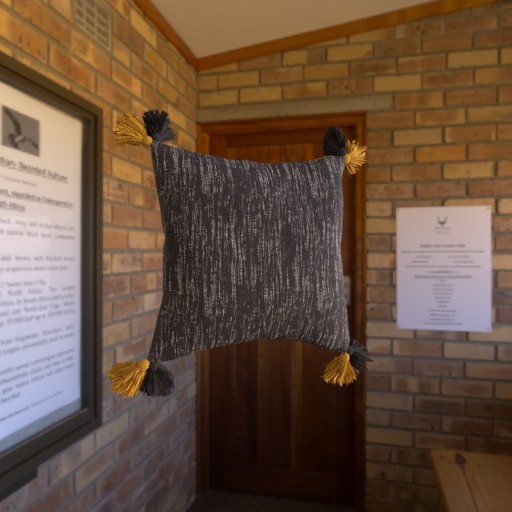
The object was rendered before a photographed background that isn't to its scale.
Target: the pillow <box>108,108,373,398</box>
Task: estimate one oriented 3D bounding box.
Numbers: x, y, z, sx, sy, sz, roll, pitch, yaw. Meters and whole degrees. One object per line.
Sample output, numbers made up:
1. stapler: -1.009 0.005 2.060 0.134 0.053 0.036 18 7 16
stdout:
1. pillow: 0.000 0.000 1.023 0.654 0.659 0.139 0 0 -19
